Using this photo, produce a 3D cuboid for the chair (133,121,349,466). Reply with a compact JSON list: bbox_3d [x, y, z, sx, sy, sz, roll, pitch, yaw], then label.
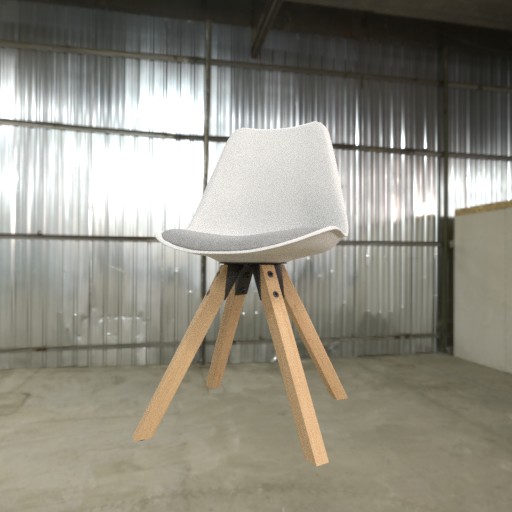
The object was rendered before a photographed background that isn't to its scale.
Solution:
[{"bbox_3d":[0.000,0.000,1.196,0.485,0.850,0.550,0,0,17],"label":"chair"}]
